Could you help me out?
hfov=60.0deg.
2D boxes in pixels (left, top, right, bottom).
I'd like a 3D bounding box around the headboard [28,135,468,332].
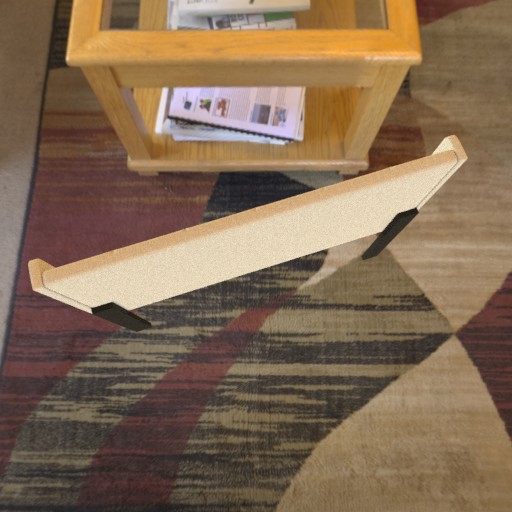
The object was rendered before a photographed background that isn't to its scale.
[{"bbox_3d":[0.000,0.000,2.732,2.051,1.524,0.184,-17,75,-5],"label":"headboard"}]
